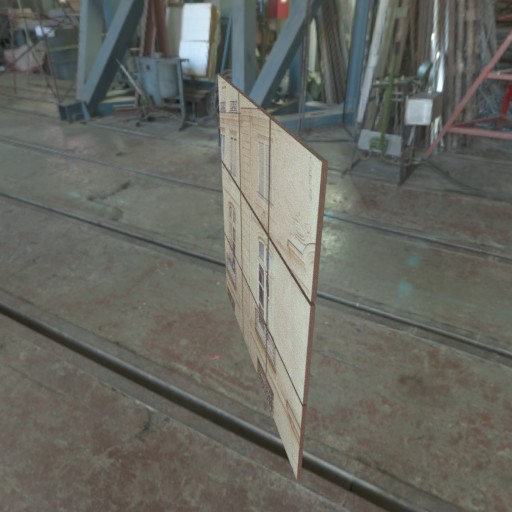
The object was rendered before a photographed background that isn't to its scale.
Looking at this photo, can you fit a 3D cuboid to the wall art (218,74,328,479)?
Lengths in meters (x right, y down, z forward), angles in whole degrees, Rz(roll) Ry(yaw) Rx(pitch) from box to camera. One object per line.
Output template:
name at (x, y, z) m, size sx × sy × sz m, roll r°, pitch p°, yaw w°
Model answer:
wall art at (0.000, 0.000, 1.829) m, size 0.024 × 1.218 × 1.221 m, roll -8°, pitch 32°, yaw -13°
